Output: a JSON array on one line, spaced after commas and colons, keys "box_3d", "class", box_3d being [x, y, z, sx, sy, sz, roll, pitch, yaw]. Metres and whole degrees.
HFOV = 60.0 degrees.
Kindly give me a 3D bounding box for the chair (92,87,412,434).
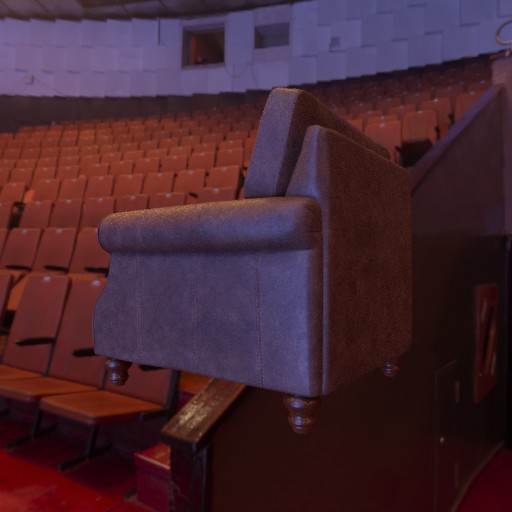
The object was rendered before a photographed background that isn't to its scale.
[{"box_3d": [0.000, 0.000, 1.753, 1.002, 0.976, 0.996, 0, -1, 36], "class": "chair"}]
